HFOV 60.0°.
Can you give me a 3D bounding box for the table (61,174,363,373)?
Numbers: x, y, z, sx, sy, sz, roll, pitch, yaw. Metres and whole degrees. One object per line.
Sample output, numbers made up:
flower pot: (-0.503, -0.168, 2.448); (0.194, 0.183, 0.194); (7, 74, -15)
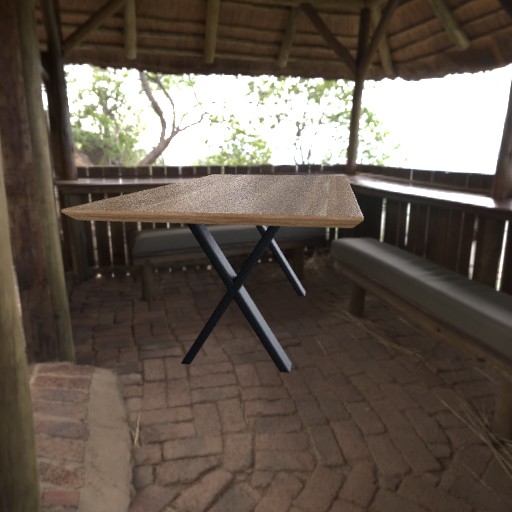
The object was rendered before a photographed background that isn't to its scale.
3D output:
table: (0.000, 0.000, 2.471); (1.000, 0.770, 2.000); (2, 14, 9)
